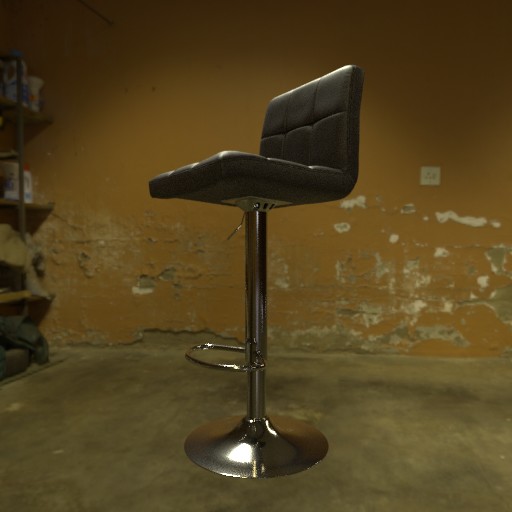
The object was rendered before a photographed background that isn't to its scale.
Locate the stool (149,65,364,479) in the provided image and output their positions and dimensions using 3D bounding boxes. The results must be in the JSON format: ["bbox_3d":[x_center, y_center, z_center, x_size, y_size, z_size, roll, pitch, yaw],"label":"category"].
[{"bbox_3d":[0.000,0.000,1.309,0.505,1.115,0.430,0,1,-36],"label":"stool"}]
